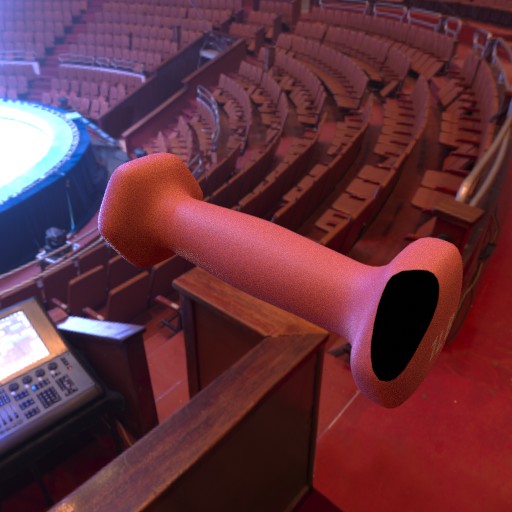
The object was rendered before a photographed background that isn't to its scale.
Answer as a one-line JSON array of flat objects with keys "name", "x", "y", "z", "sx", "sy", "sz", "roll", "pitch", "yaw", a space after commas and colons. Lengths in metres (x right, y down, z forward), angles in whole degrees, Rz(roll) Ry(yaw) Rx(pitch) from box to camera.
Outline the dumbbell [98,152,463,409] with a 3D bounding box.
[{"name": "dumbbell", "x": 0.000, "y": 0.000, "z": 0.146, "sx": 0.123, "sy": 0.043, "sz": 0.047, "roll": 24, "pitch": 39, "yaw": 34}]
